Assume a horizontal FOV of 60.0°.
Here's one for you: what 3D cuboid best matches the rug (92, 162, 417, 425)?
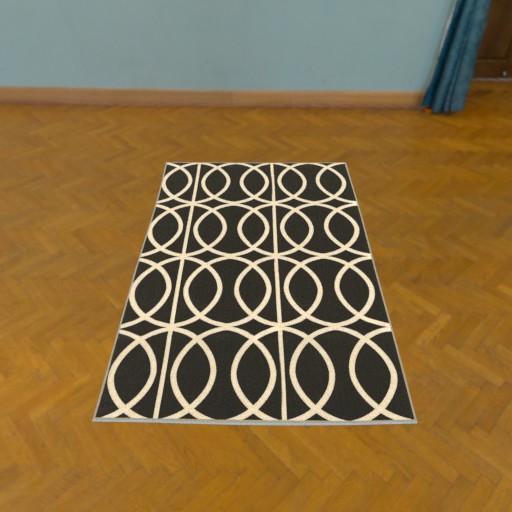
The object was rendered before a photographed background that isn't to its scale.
[{"bbox_3d":[0.000,0.000,2.897,1.528,0.014,2.294,0,43,0],"label":"rug"}]
